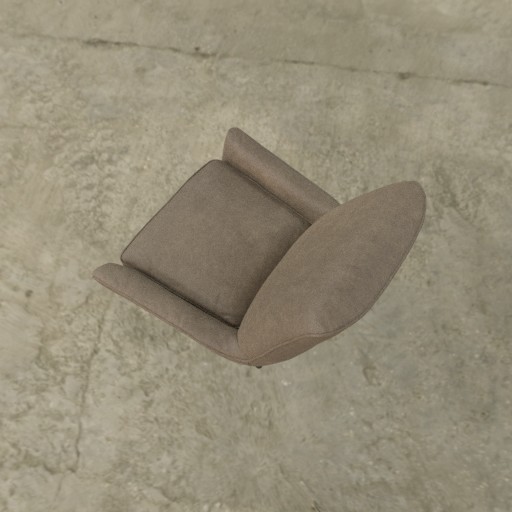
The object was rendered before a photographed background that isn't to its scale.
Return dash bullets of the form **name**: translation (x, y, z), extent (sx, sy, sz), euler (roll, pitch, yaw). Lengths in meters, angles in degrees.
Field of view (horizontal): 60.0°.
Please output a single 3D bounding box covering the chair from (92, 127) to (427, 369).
- **chair**: translation (0.000, 0.000, 1.527), extent (0.824, 0.888, 0.787), euler (33, 69, 15)
